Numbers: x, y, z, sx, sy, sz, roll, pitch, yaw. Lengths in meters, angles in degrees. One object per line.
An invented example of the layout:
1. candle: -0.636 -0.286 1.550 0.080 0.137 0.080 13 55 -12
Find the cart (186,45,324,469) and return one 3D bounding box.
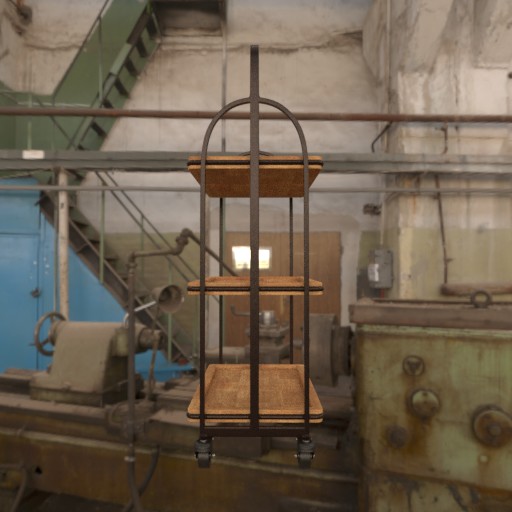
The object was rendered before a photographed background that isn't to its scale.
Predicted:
1. cart: 0.000 0.000 1.272 0.327 1.001 0.553 0 -1 0
